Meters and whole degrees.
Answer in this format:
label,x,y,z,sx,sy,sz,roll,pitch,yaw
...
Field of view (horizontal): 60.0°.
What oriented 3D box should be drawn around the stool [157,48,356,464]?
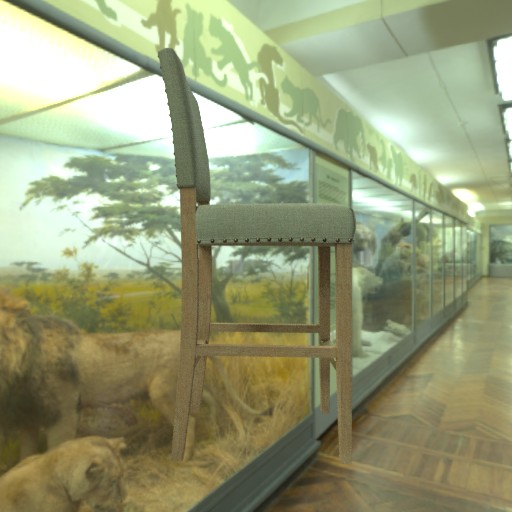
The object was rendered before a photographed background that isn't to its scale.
label,x,y,z,sx,sy,sz,roll,pitch,yaw
stool,0.000,0.000,1.493,0.585,1.203,0.445,0,1,0
